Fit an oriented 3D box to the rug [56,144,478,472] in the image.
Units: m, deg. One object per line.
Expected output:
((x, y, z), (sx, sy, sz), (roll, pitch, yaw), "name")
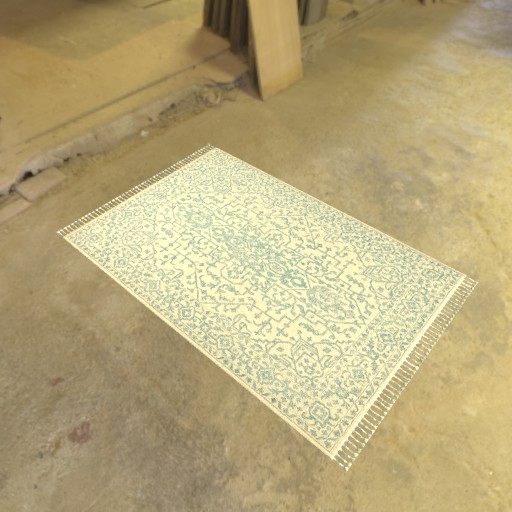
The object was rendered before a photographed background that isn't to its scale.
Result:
((0.000, 0.000, 2.989), (2.438, 0.010, 1.524), (32, 54, 27), "rug")
